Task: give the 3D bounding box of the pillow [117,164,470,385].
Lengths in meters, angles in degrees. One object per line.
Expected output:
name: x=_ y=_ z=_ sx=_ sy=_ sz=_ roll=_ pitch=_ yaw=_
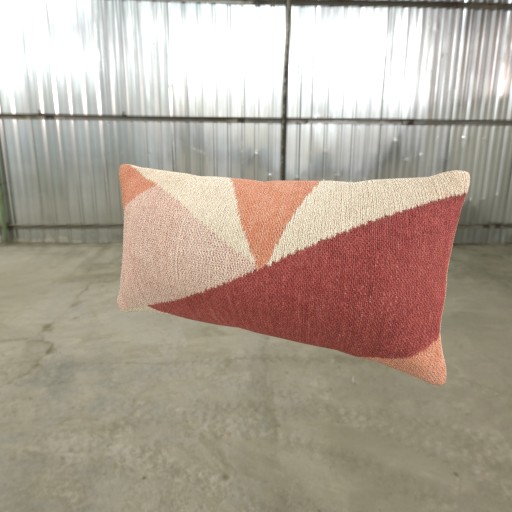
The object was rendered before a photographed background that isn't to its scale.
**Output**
pillow: x=0.000 y=0.000 z=0.729 sx=0.609 sy=0.292 sz=0.155 roll=7 pitch=16 yaw=26
